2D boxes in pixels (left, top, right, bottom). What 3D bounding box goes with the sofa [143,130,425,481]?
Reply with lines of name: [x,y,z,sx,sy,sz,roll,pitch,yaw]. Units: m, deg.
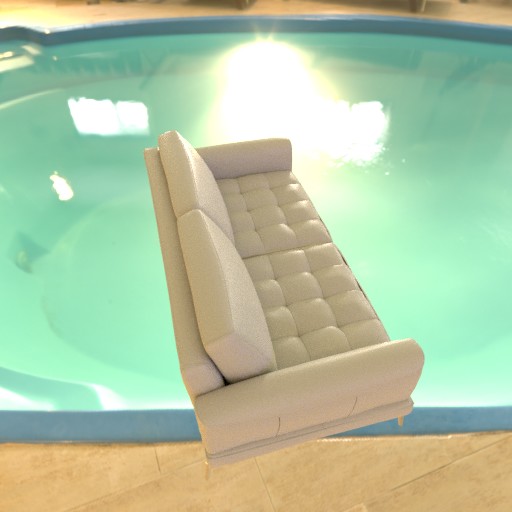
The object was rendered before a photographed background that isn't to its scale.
sofa: [0.000,0.000,2.739,1.121,0.930,2.177,-11,46,-11]
